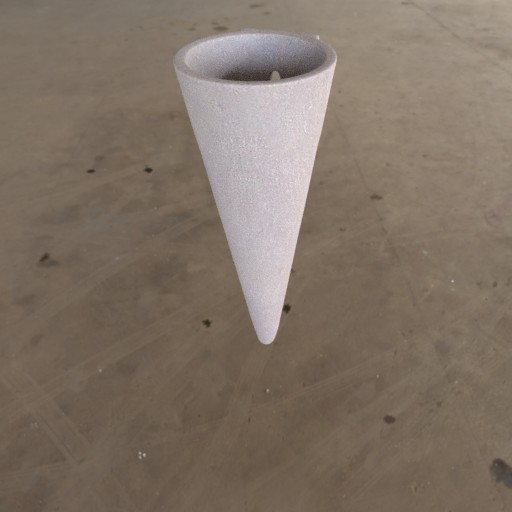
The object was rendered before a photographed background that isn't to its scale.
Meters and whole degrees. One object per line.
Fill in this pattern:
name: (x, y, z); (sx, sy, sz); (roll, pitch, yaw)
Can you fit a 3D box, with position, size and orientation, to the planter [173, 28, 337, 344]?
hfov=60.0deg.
planter: (0.000, 0.000, 0.299); (0.078, 0.259, 0.087); (12, 42, 13)
